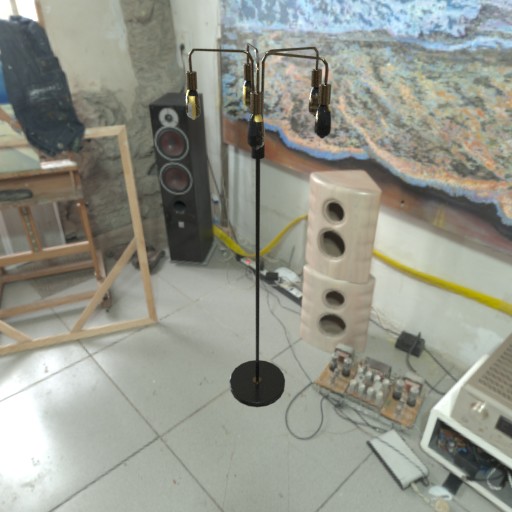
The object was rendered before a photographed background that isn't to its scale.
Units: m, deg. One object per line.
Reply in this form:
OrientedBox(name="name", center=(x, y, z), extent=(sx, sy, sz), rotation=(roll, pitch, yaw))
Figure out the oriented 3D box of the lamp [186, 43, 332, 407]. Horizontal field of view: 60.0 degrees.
OrientedBox(name="lamp", center=(0.000, 0.000, 2.031), extent=(0.599, 1.721, 0.572), rotation=(10, 33, 15))
